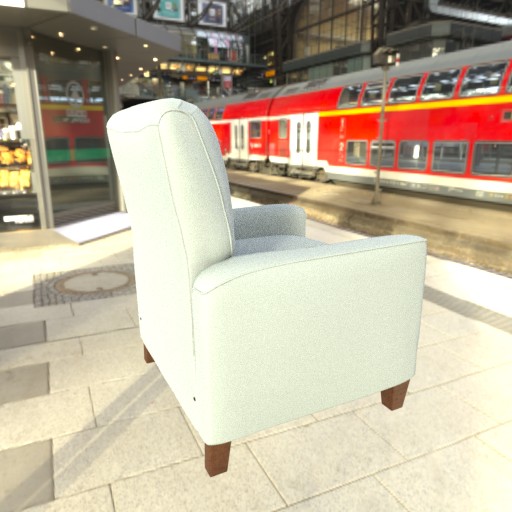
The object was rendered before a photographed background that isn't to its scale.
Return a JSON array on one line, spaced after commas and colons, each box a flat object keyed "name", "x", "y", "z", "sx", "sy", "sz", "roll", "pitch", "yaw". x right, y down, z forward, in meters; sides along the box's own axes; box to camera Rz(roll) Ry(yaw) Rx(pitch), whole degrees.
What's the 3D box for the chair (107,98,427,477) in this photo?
[{"name": "chair", "x": 0.000, "y": 0.000, "z": 1.567, "sx": 0.846, "sy": 1.007, "sz": 0.853, "roll": -8, "pitch": 17, "yaw": -26}]
